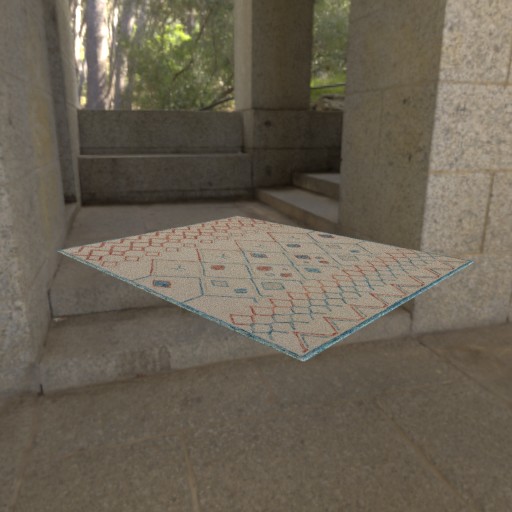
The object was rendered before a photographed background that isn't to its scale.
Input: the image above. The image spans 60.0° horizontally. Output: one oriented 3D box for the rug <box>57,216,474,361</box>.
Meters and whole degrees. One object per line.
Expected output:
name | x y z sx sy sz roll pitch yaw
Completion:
rug | 0.000 0.000 4.133 3.050 0.016 2.441 15 22 42
